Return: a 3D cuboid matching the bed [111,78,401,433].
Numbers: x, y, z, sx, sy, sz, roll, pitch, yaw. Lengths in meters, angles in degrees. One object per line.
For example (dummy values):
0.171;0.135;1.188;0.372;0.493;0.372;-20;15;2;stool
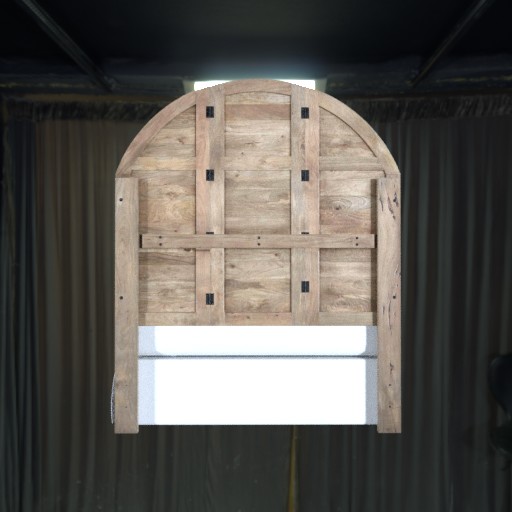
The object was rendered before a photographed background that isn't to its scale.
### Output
0.000;0.000;3.543;1.713;2.002;2.112;0;0;0;bed
